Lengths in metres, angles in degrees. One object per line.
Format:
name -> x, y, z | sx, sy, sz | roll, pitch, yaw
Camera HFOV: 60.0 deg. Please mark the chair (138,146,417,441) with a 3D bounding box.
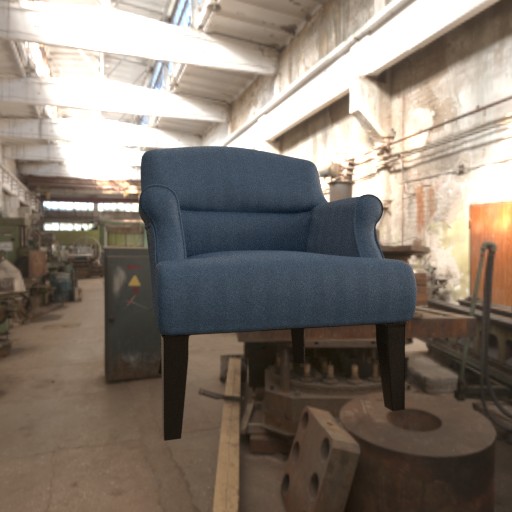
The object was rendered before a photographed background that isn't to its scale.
chair -> 0.000, 0.000, 1.481 | 0.770, 0.878, 0.754 | 0, 1, -18
